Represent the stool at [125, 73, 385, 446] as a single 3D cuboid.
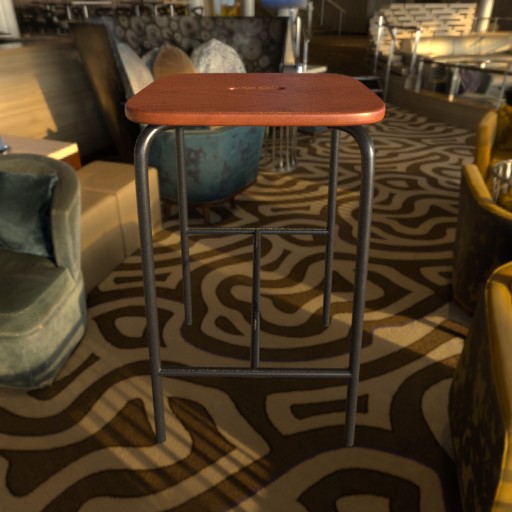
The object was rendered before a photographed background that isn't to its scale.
[{"bbox_3d":[0.000,0.000,0.851,0.376,0.610,0.376,0,30,1],"label":"stool"}]
